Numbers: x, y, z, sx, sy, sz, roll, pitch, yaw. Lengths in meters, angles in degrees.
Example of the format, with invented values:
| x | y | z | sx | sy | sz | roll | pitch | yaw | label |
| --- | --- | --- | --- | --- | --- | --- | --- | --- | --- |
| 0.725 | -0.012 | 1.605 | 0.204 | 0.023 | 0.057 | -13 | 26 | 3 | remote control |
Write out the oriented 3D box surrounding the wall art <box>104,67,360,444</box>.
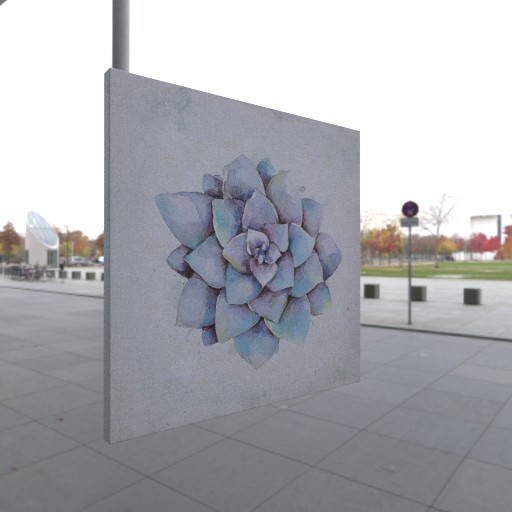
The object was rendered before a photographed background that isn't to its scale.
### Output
| x | y | z | sx | sy | sz | roll | pitch | yaw | label |
| --- | --- | --- | --- | --- | --- | --- | --- | --- | --- |
| 0.000 | 0.000 | 1.134 | 0.762 | 0.762 | 0.038 | 0 | 0 | -36 | wall art |
